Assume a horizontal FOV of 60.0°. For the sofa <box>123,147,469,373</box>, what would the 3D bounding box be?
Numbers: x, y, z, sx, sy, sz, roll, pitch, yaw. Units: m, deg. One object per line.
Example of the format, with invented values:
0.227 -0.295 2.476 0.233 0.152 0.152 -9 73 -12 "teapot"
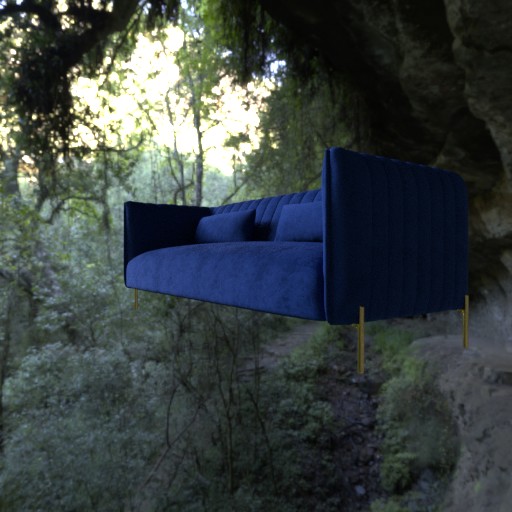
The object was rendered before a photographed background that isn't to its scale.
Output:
0.000 0.000 2.562 0.896 0.793 2.136 0 1 -36 "sofa"
